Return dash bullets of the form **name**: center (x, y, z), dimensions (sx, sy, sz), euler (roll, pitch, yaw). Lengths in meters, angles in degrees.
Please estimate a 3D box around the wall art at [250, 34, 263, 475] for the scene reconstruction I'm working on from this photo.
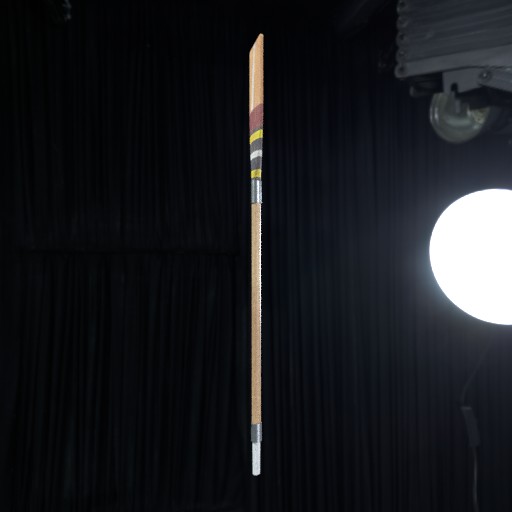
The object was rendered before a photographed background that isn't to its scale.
- **wall art**: center (0.000, 0.000, 1.602), dimensions (0.038, 1.556, 0.146), euler (0, -1, -16)
